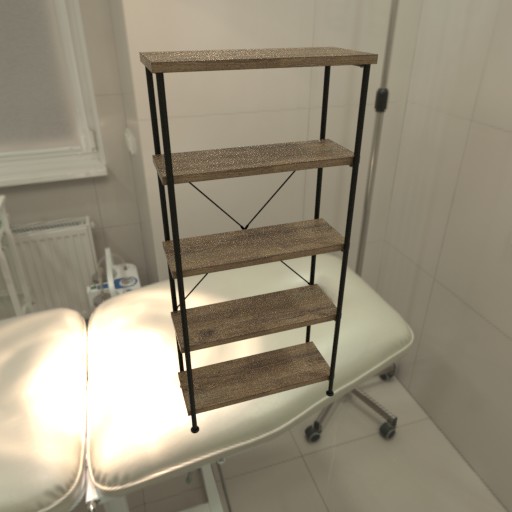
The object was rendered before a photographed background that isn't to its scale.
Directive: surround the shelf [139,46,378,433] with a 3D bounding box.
[{"bbox_3d":[0.000,0.000,2.036,0.800,1.700,0.360,-9,31,-16],"label":"shelf"}]
